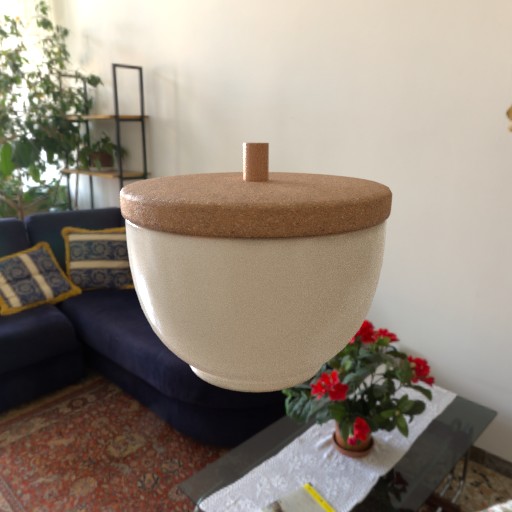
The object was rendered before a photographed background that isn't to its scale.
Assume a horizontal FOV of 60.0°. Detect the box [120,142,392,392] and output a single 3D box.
[{"bbox_3d":[0.000,0.000,0.189,0.107,0.094,0.107,0,16,0],"label":"box"}]
